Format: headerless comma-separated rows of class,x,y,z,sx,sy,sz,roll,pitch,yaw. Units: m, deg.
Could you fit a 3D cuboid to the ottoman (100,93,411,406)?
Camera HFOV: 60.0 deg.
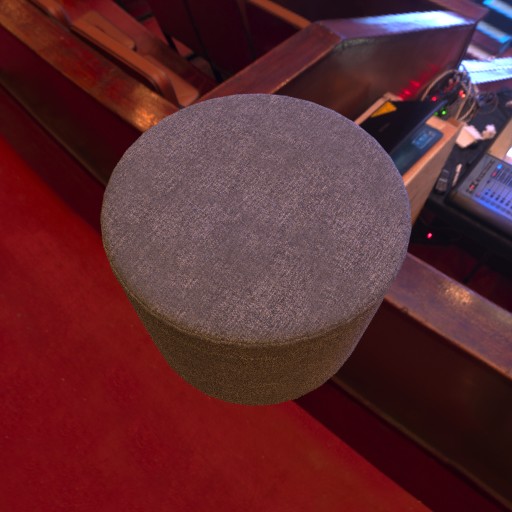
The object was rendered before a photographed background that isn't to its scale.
ottoman,0.000,0.000,0.877,0.500,0.419,0.500,0,60,0
